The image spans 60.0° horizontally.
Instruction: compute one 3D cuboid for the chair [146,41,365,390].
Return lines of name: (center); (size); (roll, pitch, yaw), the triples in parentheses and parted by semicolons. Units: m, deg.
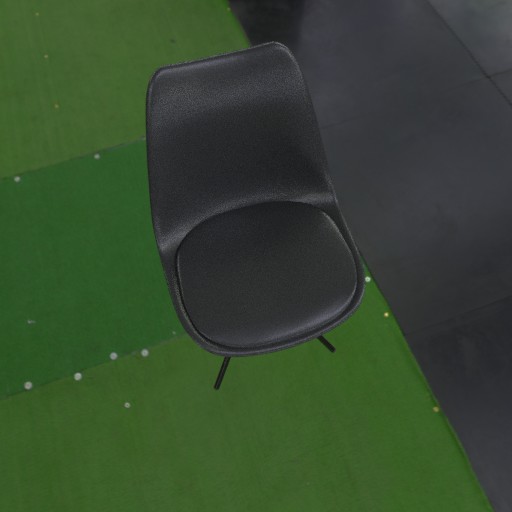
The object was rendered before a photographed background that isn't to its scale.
chair: (0.000, 0.000, 1.145); (0.461, 0.850, 0.525); (-16, 66, -7)
